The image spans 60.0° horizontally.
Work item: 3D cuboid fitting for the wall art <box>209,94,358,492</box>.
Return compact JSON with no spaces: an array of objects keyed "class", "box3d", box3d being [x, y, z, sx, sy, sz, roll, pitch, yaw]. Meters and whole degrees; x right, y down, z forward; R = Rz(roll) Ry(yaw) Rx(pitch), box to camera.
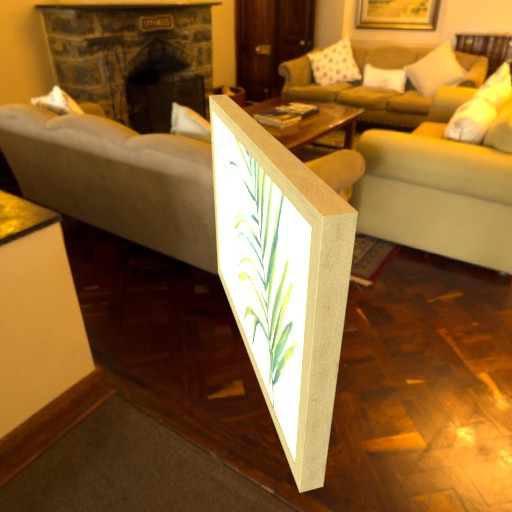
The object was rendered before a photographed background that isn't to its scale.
[{"class":"wall art","box3d":[0.000,0.000,0.683,0.032,0.380,0.532,-8,31,-13]}]
